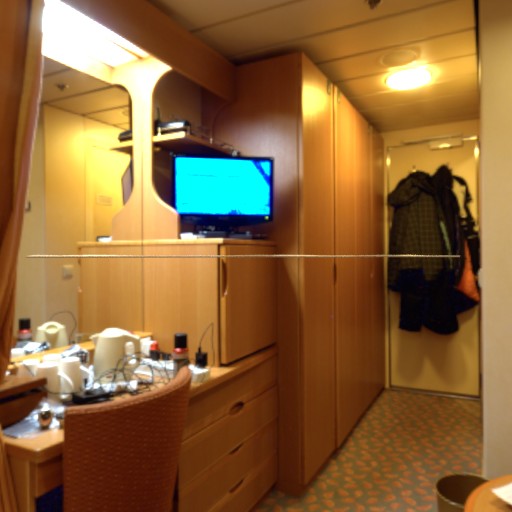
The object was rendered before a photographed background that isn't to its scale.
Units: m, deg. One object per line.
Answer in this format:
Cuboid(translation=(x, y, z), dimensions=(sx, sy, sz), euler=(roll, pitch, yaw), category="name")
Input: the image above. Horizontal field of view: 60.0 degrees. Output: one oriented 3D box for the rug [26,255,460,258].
Cuboid(translation=(0.000, 0.000, 2.736), dimensions=(2.439, 0.013, 0.762), euler=(0, 0, -19), category="rug")
